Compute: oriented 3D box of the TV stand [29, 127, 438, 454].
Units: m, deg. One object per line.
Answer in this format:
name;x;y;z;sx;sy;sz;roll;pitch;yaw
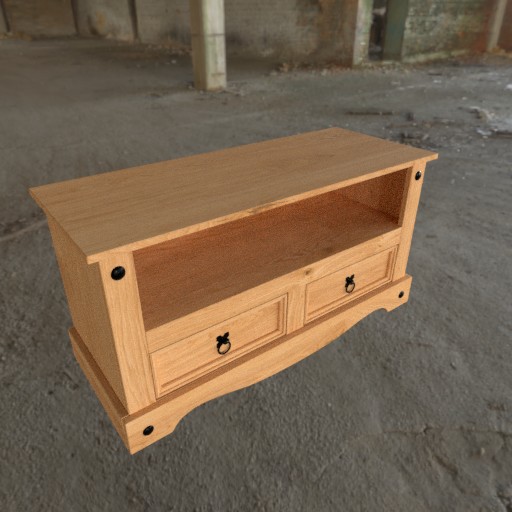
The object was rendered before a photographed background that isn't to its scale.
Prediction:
TV stand;0.000;0.000;1.360;1.080;0.550;0.440;-20;35;-31
